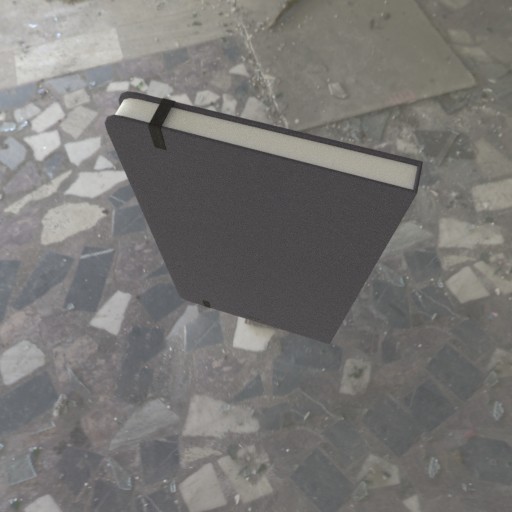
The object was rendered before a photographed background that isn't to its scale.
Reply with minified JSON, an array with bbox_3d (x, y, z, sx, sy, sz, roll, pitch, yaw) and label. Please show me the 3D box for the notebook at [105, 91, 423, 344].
[{"bbox_3d":[0.000,0.000,0.267,0.127,0.213,0.016,16,65,8],"label":"notebook"}]
